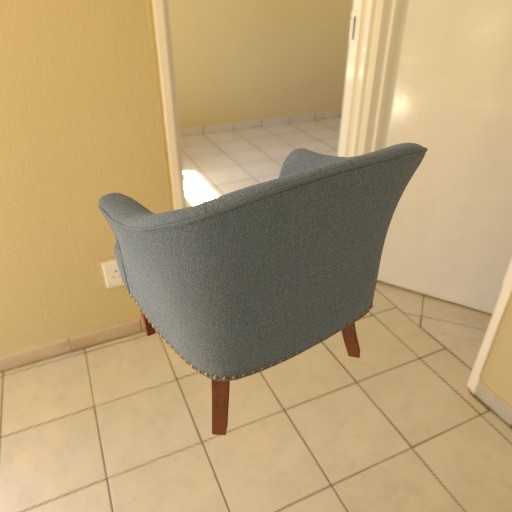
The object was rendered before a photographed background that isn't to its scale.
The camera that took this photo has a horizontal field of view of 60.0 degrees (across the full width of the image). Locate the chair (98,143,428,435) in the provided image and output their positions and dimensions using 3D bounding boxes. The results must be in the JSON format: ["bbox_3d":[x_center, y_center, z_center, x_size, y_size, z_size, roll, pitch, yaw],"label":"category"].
[{"bbox_3d":[0.000,0.000,1.384,0.798,0.815,0.704,-20,37,-28],"label":"chair"}]
